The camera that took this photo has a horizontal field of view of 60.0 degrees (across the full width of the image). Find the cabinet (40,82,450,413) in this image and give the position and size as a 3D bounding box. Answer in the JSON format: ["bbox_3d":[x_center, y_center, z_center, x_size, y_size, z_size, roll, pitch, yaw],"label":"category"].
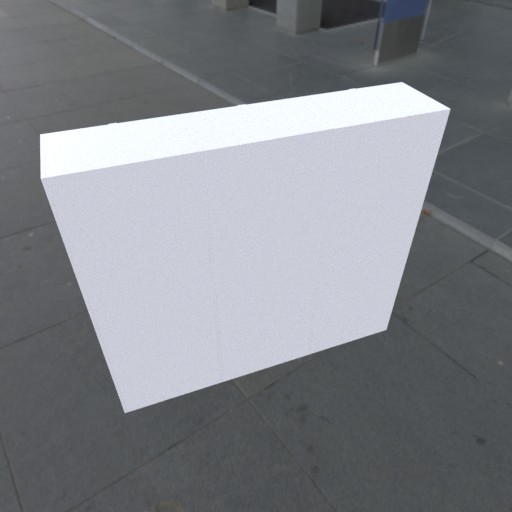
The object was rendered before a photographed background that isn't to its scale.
[{"bbox_3d":[0.000,0.000,3.727,2.700,2.370,0.590,-14,42,-16],"label":"cabinet"}]
